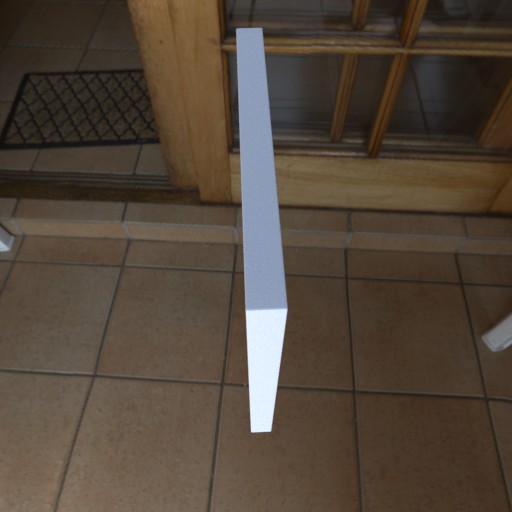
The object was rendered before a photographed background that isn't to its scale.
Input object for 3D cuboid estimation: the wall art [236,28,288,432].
[{"bbox_3d":[0.000,0.000,0.539,0.028,0.381,0.331,-2,57,-1],"label":"wall art"}]
